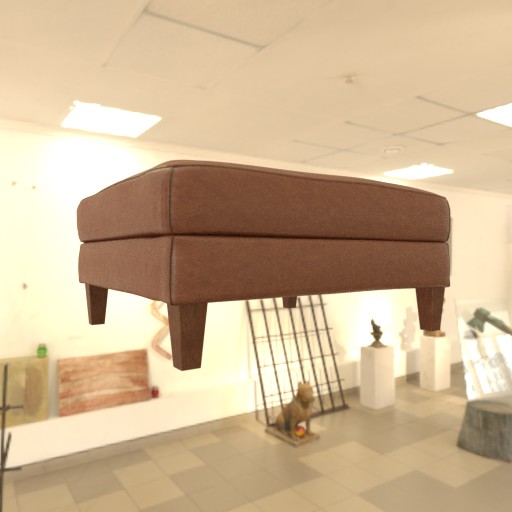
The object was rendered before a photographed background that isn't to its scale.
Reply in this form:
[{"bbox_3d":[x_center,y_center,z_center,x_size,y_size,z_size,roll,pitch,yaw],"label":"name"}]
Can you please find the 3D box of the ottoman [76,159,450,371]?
[{"bbox_3d":[0.000,0.000,1.481,0.987,0.472,0.836,0,0,-34],"label":"ottoman"}]
